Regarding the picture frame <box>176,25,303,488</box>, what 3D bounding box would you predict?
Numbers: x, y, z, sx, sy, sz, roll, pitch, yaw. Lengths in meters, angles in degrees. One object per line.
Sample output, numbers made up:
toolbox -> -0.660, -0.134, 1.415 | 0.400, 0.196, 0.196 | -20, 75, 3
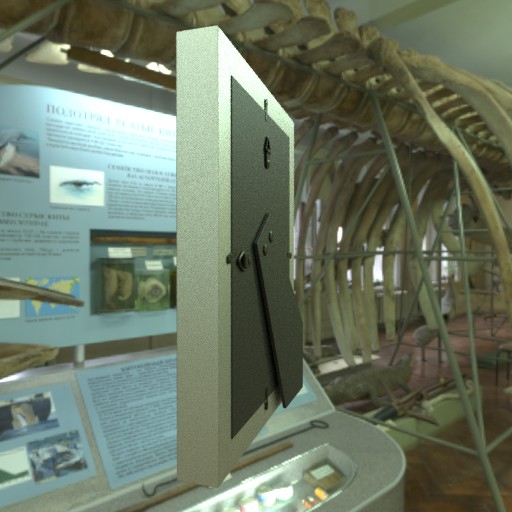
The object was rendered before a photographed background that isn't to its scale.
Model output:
picture frame -> 0.000, 0.000, 0.276 | 0.028, 0.208, 0.157 | 0, 1, 17
